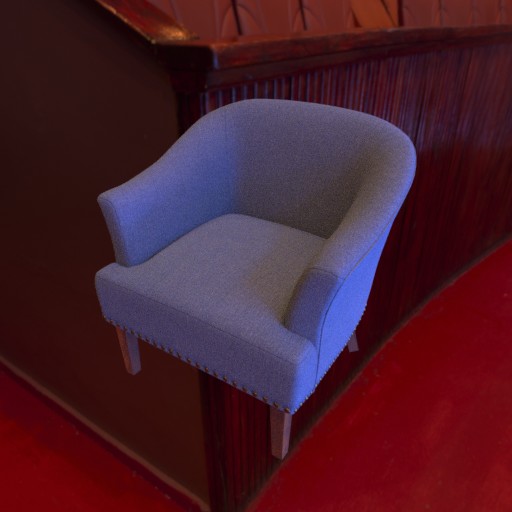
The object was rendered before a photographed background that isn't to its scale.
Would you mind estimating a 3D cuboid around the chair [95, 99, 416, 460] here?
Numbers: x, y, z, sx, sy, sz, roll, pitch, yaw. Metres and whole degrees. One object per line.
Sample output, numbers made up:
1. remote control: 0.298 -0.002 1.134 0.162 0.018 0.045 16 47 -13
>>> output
1. chair: 0.000 0.000 1.387 0.798 0.815 0.704 18 35 28
